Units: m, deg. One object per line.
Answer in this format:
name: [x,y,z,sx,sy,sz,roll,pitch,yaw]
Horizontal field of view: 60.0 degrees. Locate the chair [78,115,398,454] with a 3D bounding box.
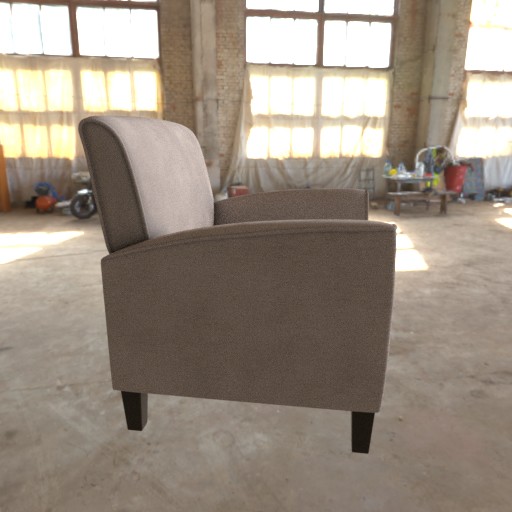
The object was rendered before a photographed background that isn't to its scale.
chair: [0.000,0.000,1.527,0.821,0.915,0.820,2,15,8]
